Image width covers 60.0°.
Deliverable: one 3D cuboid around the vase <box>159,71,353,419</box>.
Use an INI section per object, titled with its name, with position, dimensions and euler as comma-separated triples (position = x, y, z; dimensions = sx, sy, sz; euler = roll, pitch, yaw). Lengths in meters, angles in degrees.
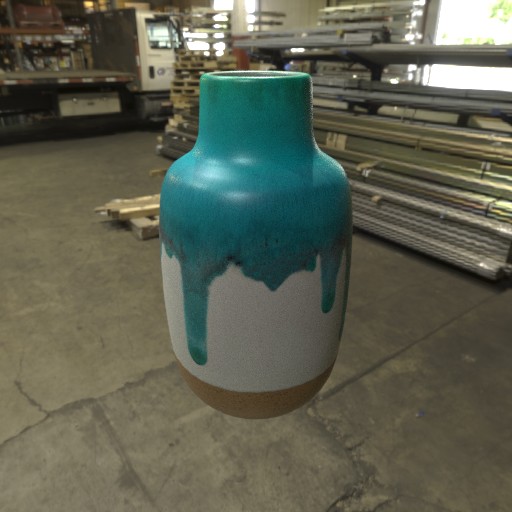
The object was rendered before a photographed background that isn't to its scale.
[vase]
position = 0.000, 0.000, 0.251
dimensions = 0.106, 0.192, 0.106
euler = 0, 26, 0
